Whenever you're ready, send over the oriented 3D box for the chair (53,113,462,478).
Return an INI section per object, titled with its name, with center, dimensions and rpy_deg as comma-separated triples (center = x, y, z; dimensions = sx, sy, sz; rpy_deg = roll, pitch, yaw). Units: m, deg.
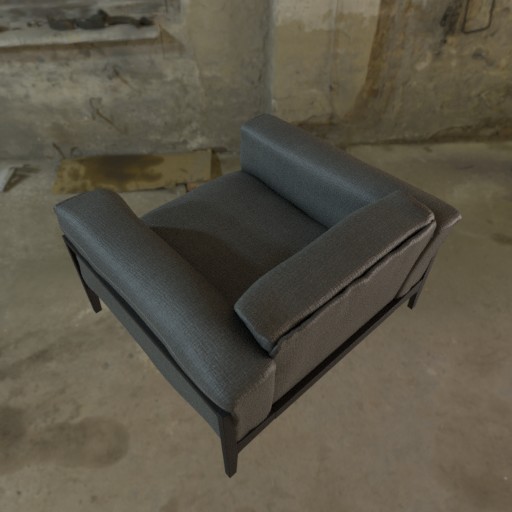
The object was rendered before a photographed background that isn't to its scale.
[chair]
center = 0.000, 0.000, 1.656
dimensions = 1.056, 0.646, 0.969
rpy_deg = -33, 54, -28
